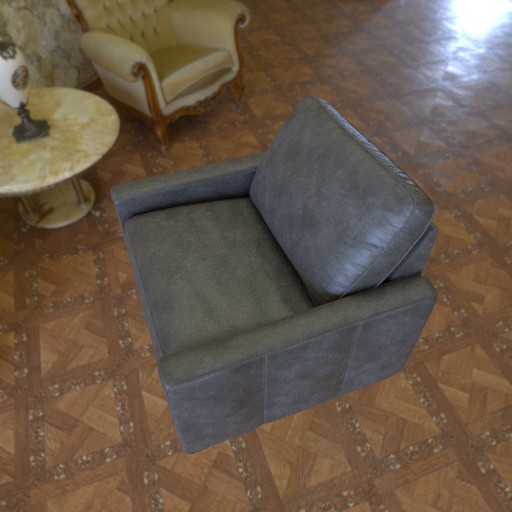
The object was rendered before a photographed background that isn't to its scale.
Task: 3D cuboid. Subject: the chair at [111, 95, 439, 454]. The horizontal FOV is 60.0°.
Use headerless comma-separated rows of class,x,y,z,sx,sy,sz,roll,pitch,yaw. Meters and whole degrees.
chair,0.000,0.000,1.737,0.939,0.916,1.006,-16,49,-14
